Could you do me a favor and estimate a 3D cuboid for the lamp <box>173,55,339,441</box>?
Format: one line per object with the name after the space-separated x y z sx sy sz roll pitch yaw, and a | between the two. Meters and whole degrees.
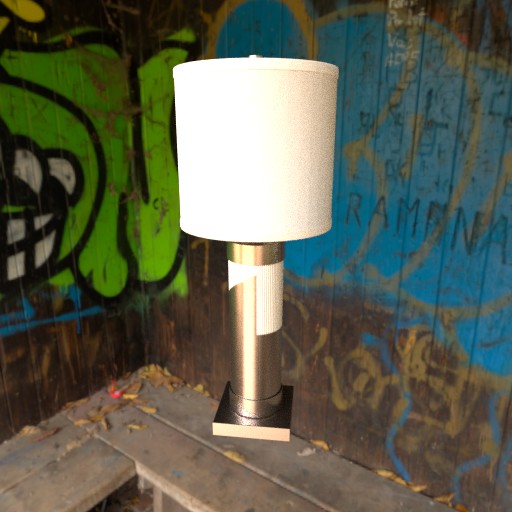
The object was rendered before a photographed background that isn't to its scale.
0.000 0.000 0.615 0.202 0.509 0.202 2 16 7 | lamp
